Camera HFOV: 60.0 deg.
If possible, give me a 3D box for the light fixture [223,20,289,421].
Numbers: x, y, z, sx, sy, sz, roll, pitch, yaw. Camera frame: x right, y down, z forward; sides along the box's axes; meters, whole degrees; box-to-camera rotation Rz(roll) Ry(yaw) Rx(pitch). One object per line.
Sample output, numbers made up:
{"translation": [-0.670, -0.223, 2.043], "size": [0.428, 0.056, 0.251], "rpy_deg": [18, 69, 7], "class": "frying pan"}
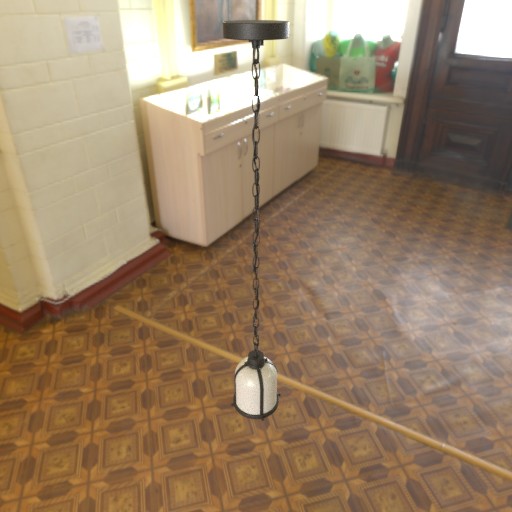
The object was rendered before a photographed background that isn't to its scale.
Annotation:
{"translation": [0.000, 0.000, 1.262], "size": [0.178, 1.181, 0.178], "rpy_deg": [-8, 31, -13], "class": "light fixture"}
